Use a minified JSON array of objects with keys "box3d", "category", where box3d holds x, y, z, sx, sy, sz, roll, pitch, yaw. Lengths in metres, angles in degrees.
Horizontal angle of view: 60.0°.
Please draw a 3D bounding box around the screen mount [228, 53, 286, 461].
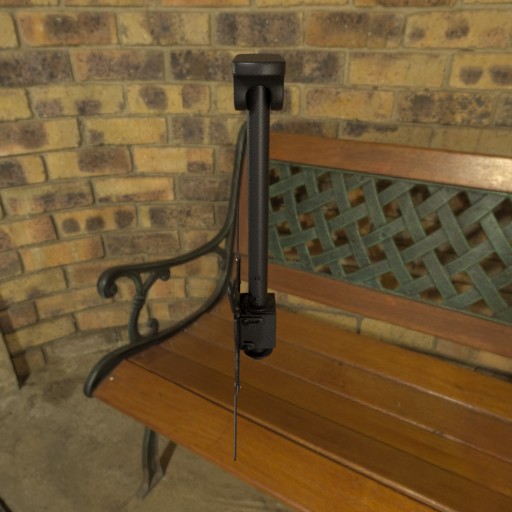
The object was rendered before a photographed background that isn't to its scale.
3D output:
[{"box3d":[0.000,0.000,0.888,0.090,0.729,0.393,0,27,0],"category":"screen mount"}]
